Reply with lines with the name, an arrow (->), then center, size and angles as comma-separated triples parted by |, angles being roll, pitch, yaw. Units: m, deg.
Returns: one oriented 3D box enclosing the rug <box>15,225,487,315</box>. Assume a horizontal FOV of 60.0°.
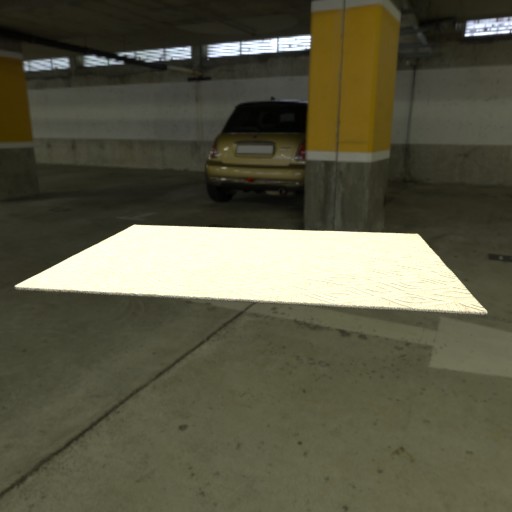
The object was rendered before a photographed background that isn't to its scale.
rug -> 0.000, 0.000, 2.262 | 1.832, 0.016, 1.224 | 2, 16, 8
